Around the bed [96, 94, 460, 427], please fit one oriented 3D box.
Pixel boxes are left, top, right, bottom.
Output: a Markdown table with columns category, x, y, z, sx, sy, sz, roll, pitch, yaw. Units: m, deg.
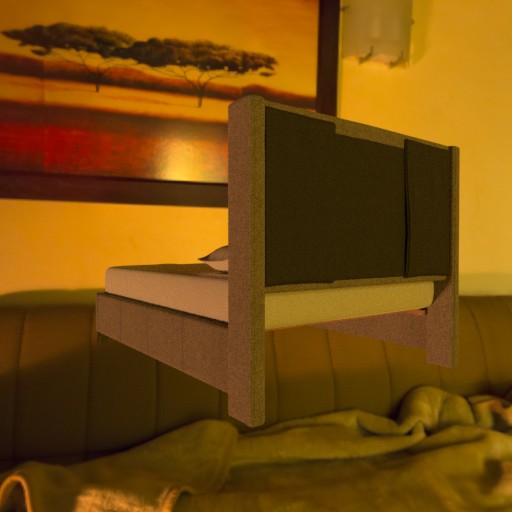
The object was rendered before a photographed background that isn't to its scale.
| category | x | y | z | sx | sy | sz | roll | pitch | yaw |
| --- | --- | --- | --- | --- | --- | --- | --- | --- | --- |
| bed | 0.000 | 0.000 | 3.335 | 1.714 | 1.481 | 2.245 | -1 | 1 | -36 |
